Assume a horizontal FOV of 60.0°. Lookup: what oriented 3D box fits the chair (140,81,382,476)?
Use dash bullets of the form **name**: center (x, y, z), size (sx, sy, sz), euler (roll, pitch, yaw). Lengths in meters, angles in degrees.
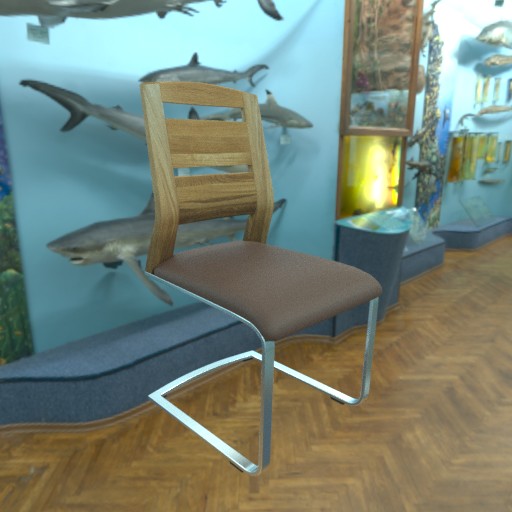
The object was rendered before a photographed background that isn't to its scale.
- **chair**: center (0.000, 0.000, 1.263), size (0.460, 0.970, 0.570), euler (-13, 19, -42)
